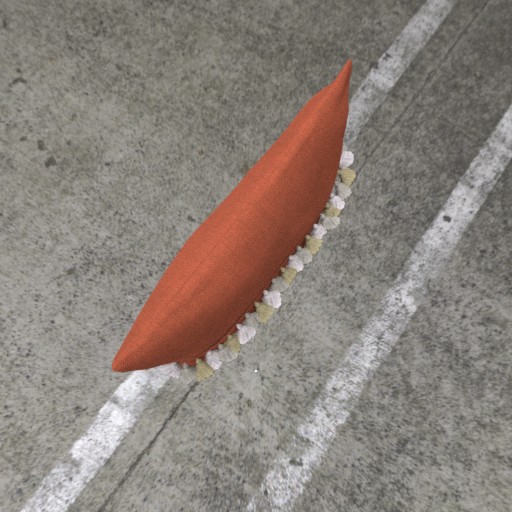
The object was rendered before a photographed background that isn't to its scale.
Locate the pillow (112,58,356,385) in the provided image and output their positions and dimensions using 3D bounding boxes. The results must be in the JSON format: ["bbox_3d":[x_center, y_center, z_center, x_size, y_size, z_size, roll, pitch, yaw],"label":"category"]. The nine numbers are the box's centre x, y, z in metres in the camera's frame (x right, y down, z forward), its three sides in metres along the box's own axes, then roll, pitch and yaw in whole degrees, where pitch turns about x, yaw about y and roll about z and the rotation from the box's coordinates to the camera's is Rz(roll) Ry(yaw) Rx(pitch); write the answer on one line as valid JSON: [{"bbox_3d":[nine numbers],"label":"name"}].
[{"bbox_3d":[0.000,0.000,0.738,0.165,0.482,0.490,35,78,8],"label":"pillow"}]
